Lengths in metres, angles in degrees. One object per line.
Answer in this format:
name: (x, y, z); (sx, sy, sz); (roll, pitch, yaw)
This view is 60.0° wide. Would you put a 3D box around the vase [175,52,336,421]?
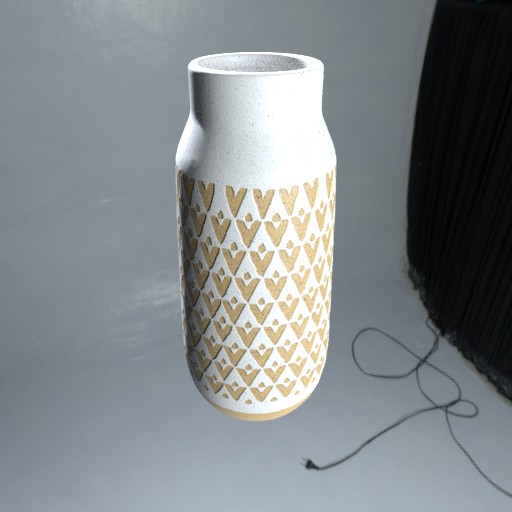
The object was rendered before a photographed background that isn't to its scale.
vase: (0.000, 0.000, 0.378); (0.137, 0.307, 0.137); (0, 32, 0)
